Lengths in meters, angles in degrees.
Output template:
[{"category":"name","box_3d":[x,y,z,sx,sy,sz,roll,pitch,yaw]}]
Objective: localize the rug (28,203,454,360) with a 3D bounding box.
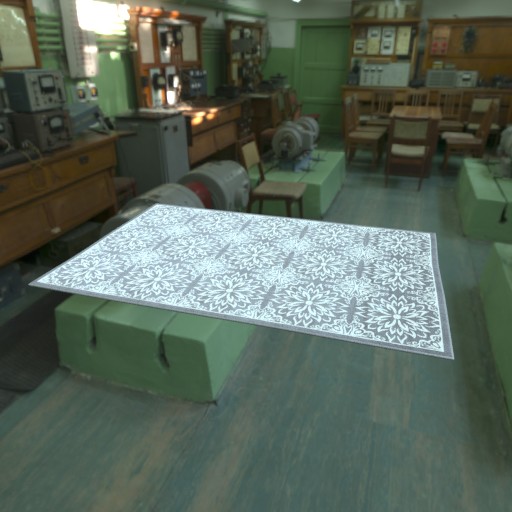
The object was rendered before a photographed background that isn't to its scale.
[{"category":"rug","box_3d":[0.000,0.000,3.483,2.746,0.018,1.819,8,27,15]}]
